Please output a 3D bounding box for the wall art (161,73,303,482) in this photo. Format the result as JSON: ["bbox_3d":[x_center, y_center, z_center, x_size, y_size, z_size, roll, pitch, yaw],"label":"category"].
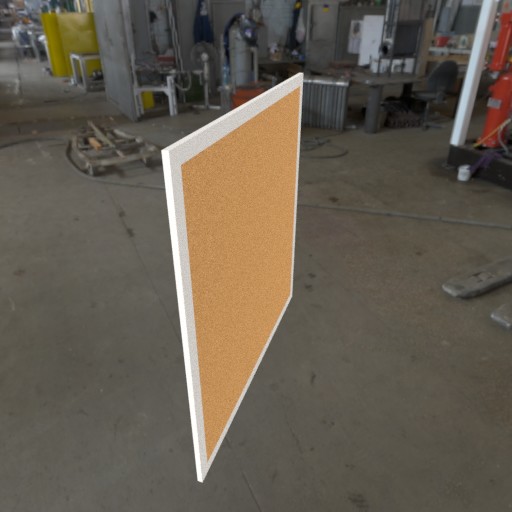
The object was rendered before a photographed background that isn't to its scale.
[{"bbox_3d":[0.000,0.000,0.820,0.009,0.559,0.558,10,32,17],"label":"wall art"}]
